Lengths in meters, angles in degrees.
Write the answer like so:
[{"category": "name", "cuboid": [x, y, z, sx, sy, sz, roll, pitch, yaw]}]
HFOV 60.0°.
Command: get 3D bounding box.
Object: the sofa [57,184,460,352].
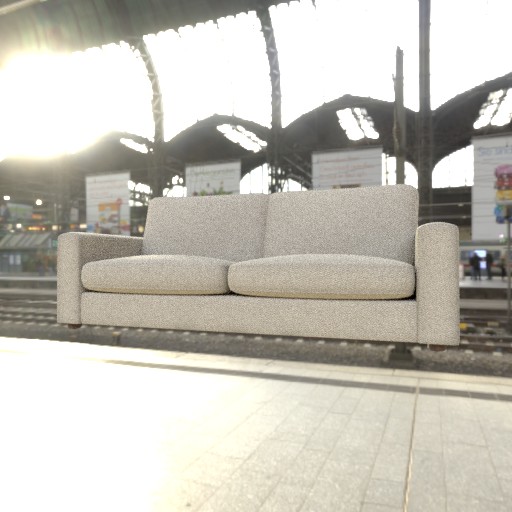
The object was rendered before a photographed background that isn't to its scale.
[{"category": "sofa", "cuboid": [0.000, 0.000, 2.702, 2.179, 0.873, 1.016, 0, -1, 19]}]
